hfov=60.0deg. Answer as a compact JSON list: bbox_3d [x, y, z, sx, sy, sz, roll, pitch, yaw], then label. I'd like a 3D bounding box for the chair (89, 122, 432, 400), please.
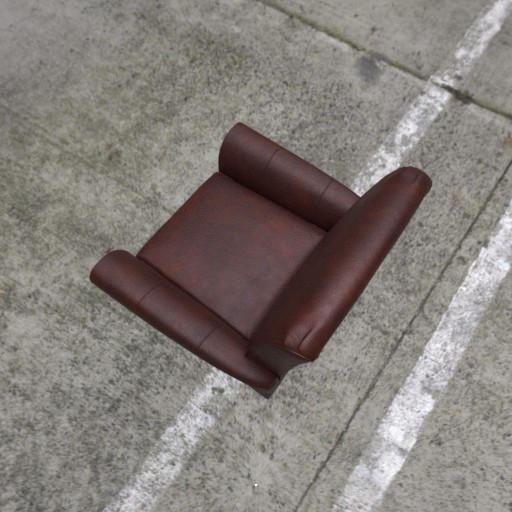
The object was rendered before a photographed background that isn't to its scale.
[{"bbox_3d":[0.000,0.000,1.819,0.902,1.061,0.978,33,67,16],"label":"chair"}]
